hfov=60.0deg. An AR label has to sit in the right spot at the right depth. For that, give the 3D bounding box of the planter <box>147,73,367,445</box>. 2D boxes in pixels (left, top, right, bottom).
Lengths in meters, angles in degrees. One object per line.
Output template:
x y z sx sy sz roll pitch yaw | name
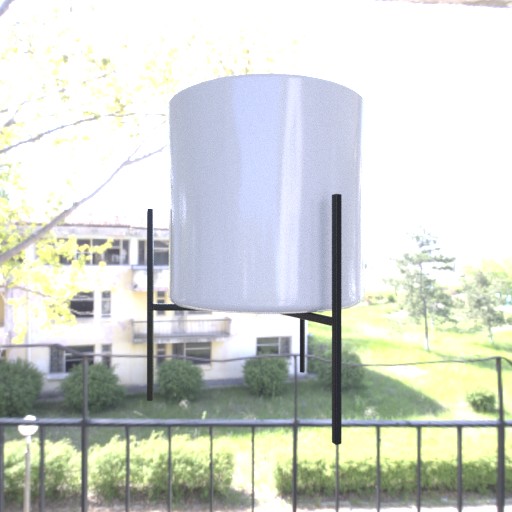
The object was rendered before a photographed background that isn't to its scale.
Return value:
0.000 0.000 0.740 0.361 0.480 0.360 0 0 -1 | planter
